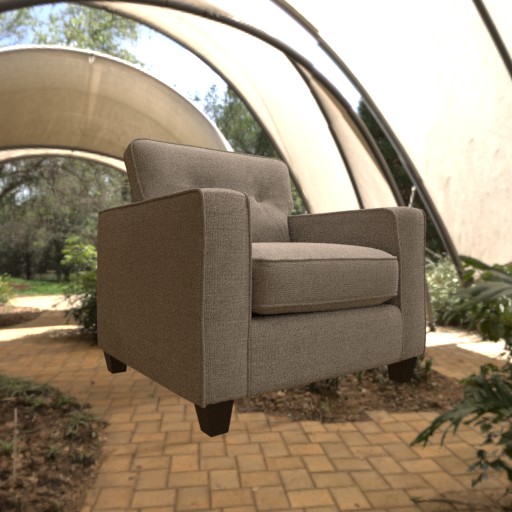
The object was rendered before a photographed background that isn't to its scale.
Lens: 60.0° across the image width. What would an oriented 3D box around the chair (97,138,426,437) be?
[{"bbox_3d":[0.000,0.000,1.775,1.015,0.965,0.939,0,1,-36],"label":"chair"}]
